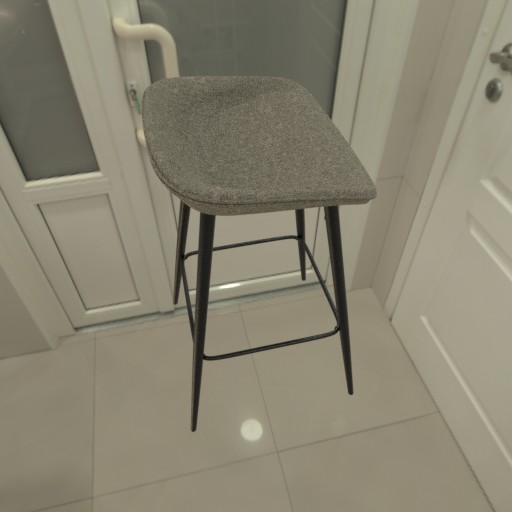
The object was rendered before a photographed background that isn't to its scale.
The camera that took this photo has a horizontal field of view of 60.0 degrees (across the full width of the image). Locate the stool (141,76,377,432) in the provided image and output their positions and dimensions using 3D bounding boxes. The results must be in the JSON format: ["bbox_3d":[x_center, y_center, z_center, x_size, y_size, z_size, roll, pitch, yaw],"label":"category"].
[{"bbox_3d":[0.000,0.000,1.125,0.480,0.814,0.469,-10,47,-9],"label":"stool"}]
